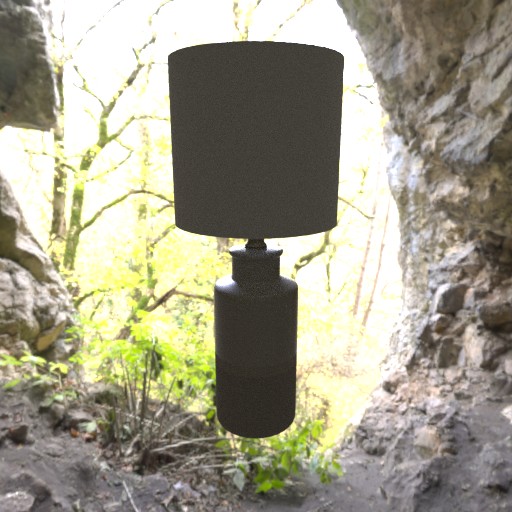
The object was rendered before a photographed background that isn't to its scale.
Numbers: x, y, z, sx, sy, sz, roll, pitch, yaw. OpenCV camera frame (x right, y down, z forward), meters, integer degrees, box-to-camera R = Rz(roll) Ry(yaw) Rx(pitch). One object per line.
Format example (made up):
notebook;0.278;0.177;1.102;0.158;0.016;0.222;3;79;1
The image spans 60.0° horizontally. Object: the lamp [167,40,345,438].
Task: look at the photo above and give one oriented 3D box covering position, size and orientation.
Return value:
lamp;0.000;0.000;0.600;0.212;0.493;0.212;-14;20;-42
